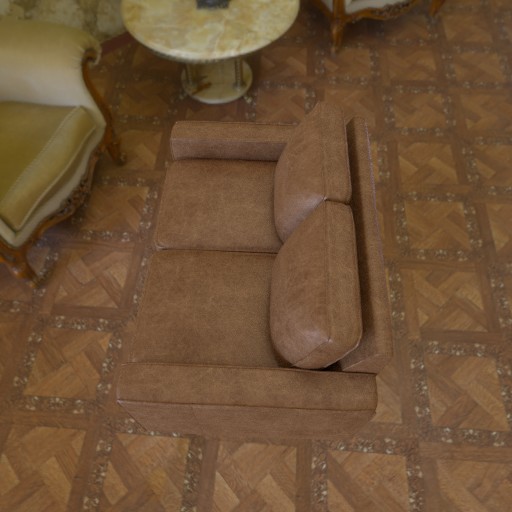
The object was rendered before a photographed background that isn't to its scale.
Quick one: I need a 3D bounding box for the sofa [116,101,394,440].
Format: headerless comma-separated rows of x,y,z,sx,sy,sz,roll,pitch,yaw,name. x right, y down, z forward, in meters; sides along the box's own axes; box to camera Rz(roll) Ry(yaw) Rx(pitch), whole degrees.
0.000,0.000,2.140,1.020,0.896,1.532,2,58,2,sofa
